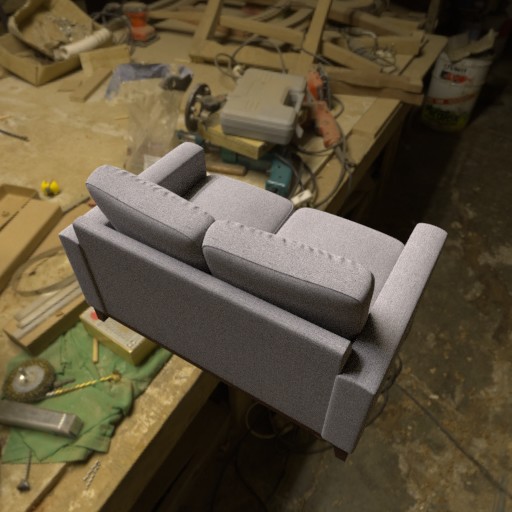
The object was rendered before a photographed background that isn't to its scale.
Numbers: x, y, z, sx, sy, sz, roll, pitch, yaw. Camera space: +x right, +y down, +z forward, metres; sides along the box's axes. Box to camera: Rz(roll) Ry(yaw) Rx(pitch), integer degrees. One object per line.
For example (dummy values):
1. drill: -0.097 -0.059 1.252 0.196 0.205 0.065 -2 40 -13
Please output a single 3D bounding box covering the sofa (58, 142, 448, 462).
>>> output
1. sofa: 0.000 0.000 1.998 1.420 0.873 0.917 23 50 21
